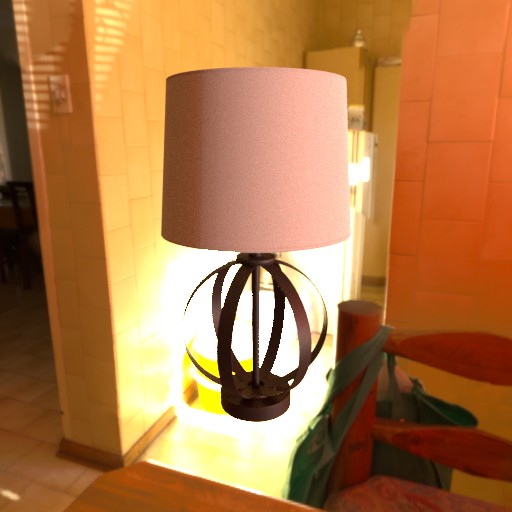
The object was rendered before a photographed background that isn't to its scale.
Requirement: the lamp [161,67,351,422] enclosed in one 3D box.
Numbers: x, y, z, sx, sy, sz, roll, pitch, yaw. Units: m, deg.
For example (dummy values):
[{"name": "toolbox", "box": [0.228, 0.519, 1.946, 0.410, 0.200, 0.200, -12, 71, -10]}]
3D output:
[{"name": "lamp", "box": [0.000, 0.000, 0.692, 0.286, 0.510, 0.286, 0, 14, 0]}]
